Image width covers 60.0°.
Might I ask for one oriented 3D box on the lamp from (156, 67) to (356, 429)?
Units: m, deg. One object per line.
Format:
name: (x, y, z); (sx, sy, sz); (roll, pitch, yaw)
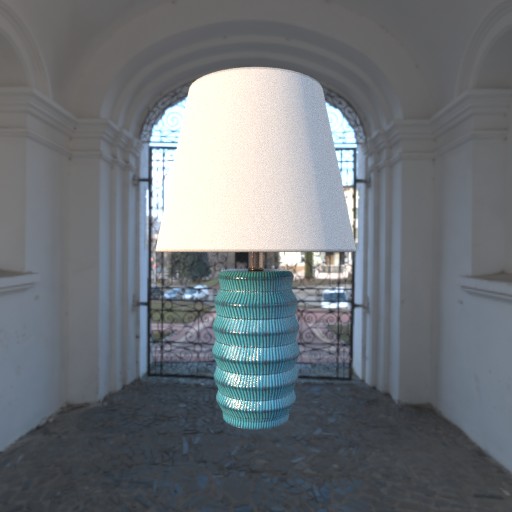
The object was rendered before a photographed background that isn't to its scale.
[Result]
lamp: (0.000, 0.000, 0.801); (0.355, 0.582, 0.355); (0, 1, 0)
